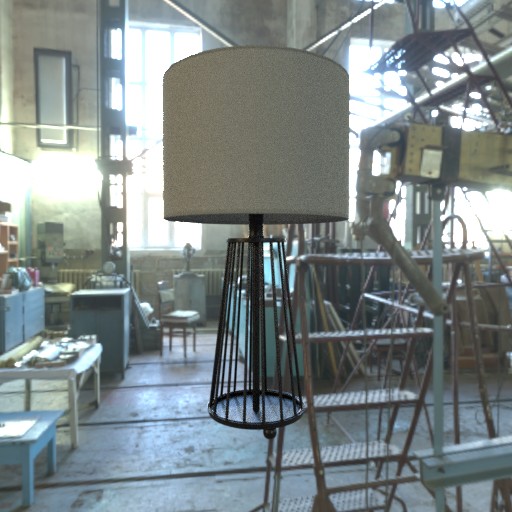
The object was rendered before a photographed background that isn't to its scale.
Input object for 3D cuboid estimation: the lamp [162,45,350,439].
[{"bbox_3d":[0.000,0.000,0.782,0.322,0.593,0.322,1,2,36],"label":"lamp"}]
